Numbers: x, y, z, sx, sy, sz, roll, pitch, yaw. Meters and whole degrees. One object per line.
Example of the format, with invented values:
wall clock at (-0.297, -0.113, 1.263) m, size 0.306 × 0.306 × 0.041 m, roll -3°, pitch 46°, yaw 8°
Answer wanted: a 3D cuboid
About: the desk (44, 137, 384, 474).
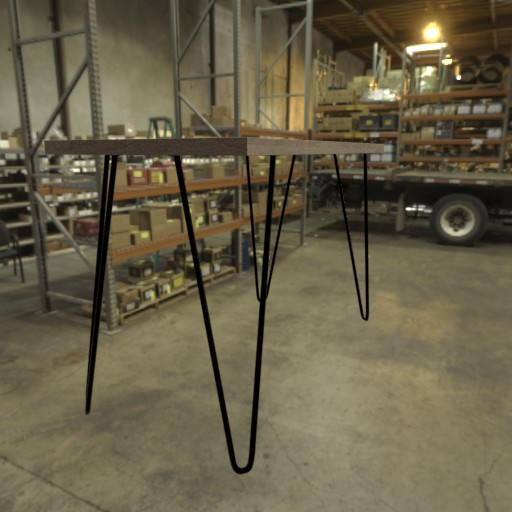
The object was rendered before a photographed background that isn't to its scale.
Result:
desk at (0.000, 0.000, 1.335) m, size 0.499 × 0.660 × 0.991 m, roll 7°, pitch 15°, yaw 27°
